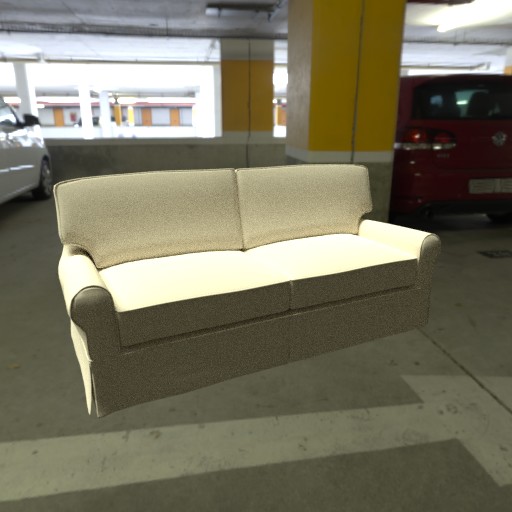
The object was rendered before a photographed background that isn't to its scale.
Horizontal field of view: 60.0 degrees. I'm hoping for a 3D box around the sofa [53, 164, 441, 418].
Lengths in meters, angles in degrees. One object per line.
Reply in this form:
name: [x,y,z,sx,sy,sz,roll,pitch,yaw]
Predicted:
sofa: [0.000,0.000,2.489,2.021,0.937,0.862,-8,19,-26]
